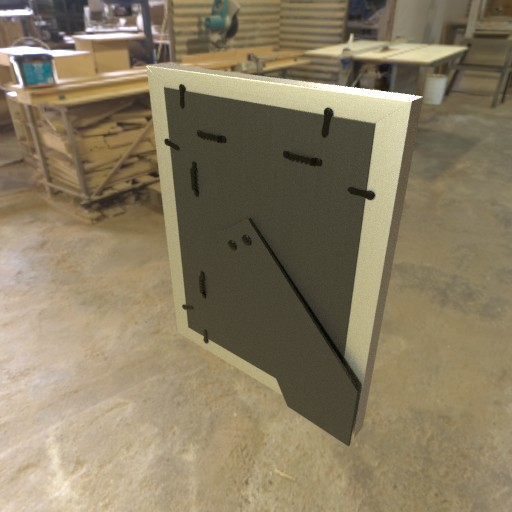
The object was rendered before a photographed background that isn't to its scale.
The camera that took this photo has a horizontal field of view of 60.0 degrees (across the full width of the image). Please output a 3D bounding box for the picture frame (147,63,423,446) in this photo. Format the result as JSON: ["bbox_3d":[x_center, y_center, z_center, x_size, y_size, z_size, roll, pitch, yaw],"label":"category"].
[{"bbox_3d":[0.000,0.000,0.514,0.307,0.386,0.036,22,37,33],"label":"picture frame"}]
